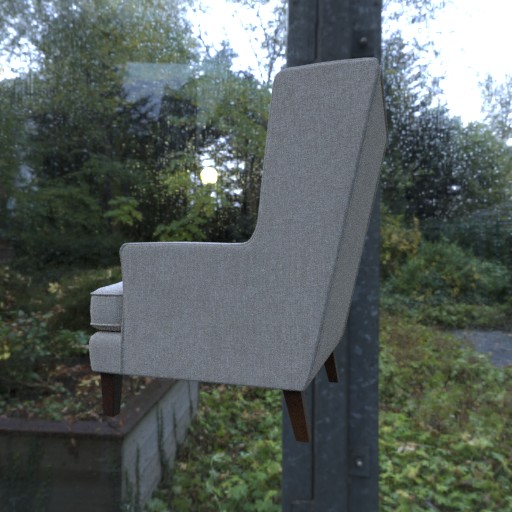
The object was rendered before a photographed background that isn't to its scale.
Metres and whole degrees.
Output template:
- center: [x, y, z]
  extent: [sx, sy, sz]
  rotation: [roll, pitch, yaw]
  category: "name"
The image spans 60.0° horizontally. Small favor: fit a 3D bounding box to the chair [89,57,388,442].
- center: [0.000, 0.000, 1.685]
  extent: [0.948, 1.082, 0.764]
  rotation: [0, 0, 18]
  category: "chair"
